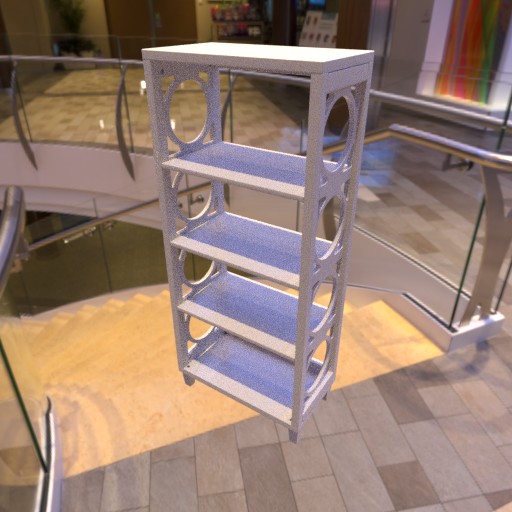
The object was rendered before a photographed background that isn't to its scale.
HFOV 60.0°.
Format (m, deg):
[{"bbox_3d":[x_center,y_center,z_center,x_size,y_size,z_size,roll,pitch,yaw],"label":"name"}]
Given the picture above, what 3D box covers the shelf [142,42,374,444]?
[{"bbox_3d":[0.000,0.000,1.668,0.611,1.411,0.340,18,34,29],"label":"shelf"}]
